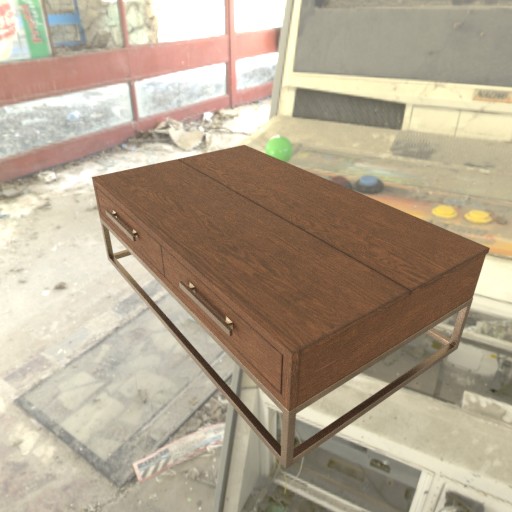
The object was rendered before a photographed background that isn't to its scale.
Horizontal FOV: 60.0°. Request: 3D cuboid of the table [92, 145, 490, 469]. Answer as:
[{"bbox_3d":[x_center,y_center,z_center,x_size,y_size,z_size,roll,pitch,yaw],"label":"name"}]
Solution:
[{"bbox_3d":[0.000,0.000,1.517,0.719,0.361,1.167,-20,36,-30],"label":"table"}]
